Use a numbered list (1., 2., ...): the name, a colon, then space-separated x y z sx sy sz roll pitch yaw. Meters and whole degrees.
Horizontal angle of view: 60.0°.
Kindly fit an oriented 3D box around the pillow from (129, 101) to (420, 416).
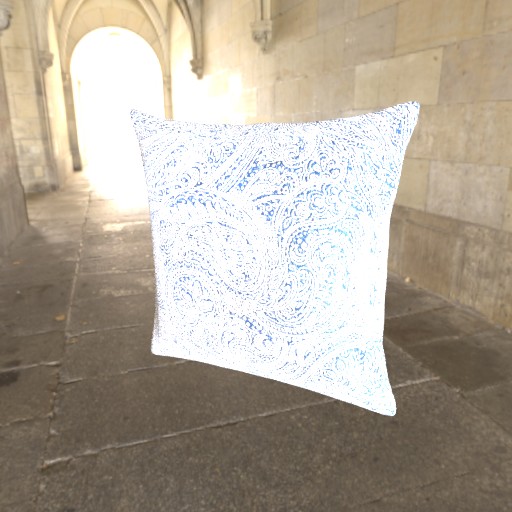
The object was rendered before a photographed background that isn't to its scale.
1. pillow: 0.000 0.000 0.791 0.523 0.510 0.166 8 18 25
